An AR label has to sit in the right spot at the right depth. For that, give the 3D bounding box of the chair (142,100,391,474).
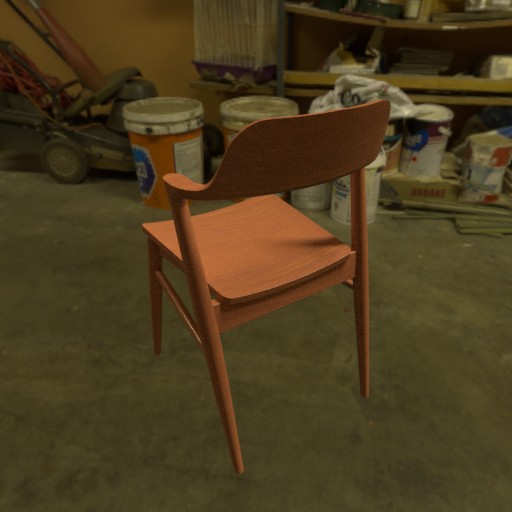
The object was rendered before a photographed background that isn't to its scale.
[{"bbox_3d":[0.000,0.000,1.108,0.496,0.801,0.499,-19,36,-28],"label":"chair"}]
